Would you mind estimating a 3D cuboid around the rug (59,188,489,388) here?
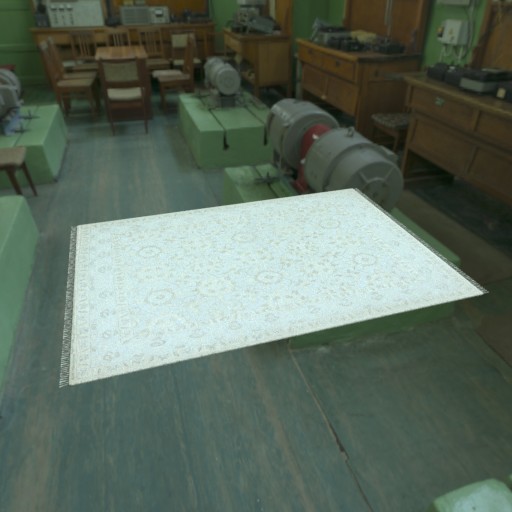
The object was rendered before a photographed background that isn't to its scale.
[{"bbox_3d":[0.000,0.000,2.779,2.233,0.011,1.514,-10,33,-15],"label":"rug"}]
